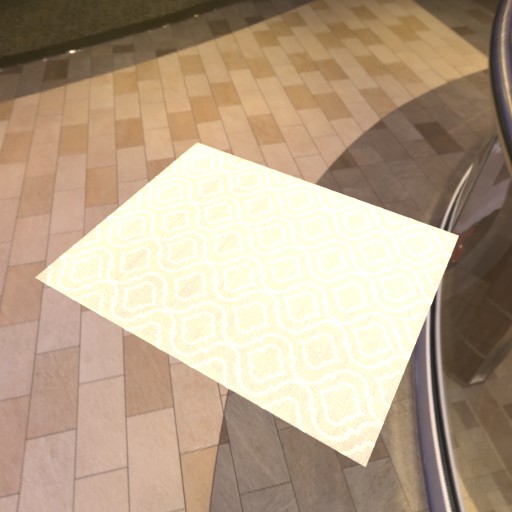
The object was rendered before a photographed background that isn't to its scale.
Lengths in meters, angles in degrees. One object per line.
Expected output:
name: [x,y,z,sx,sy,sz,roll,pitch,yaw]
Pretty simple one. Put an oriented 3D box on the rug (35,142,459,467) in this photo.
rug: [0.000,0.000,3.828,2.892,0.006,2.283,24,52,20]
